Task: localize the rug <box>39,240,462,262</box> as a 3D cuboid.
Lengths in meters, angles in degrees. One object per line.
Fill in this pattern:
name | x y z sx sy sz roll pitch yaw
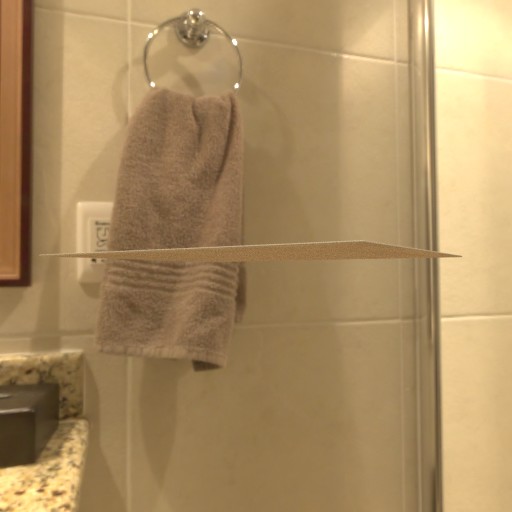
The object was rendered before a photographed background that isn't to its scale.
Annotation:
rug | 0.000 0.000 3.927 2.945 0.014 2.353 -2 -3 35
